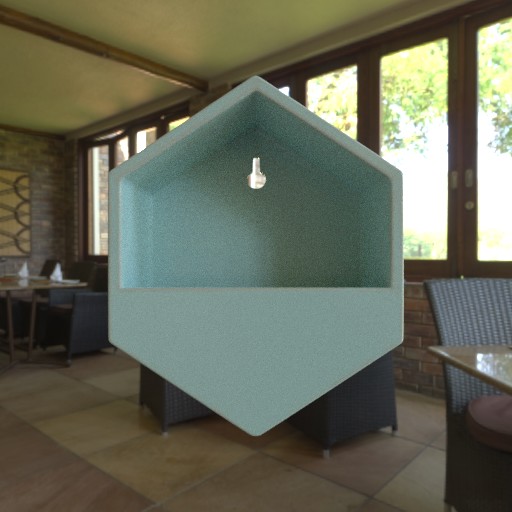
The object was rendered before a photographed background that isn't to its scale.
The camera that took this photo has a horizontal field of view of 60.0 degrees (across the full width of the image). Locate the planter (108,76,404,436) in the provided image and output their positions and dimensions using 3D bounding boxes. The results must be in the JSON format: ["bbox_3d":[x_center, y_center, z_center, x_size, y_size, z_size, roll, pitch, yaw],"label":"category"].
[{"bbox_3d":[0.000,0.000,0.291,0.169,0.207,0.078,0,1,0],"label":"planter"}]
